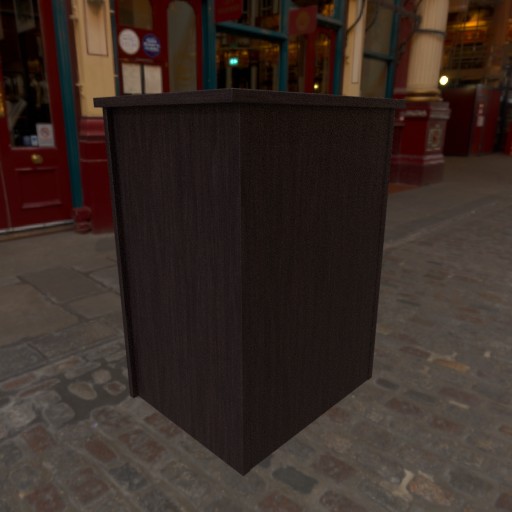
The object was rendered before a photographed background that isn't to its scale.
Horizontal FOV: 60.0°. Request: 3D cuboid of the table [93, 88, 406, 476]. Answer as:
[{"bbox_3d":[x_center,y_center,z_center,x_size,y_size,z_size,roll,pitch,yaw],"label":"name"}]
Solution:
[{"bbox_3d":[0.000,0.000,0.949,0.381,0.635,0.480,16,23,42],"label":"table"}]
